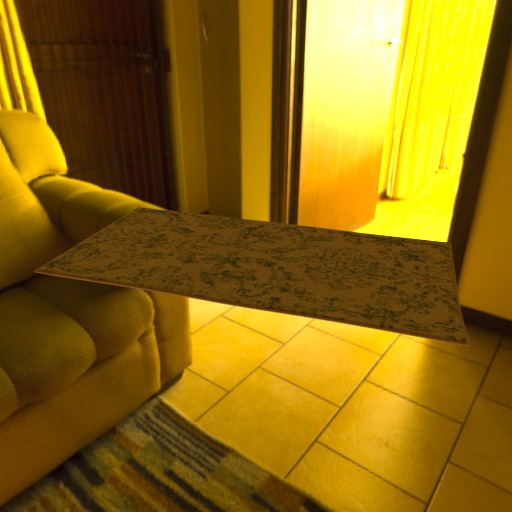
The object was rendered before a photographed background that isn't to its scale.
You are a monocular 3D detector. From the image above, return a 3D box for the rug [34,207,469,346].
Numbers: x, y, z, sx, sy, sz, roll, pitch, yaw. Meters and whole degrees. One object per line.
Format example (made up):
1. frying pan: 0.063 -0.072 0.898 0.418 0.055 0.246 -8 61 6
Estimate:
1. rug: 0.000 0.000 1.434 1.220 0.007 0.605 8 27 16
